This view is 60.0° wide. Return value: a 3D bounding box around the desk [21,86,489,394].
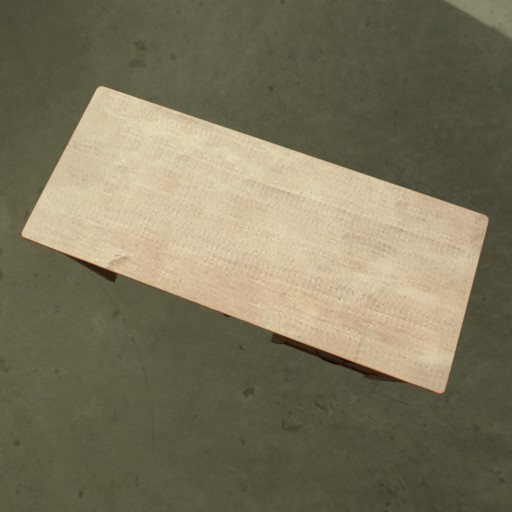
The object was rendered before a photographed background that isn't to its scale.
[{"bbox_3d":[0.000,0.000,1.745,1.353,0.756,0.574,20,77,5],"label":"desk"}]
